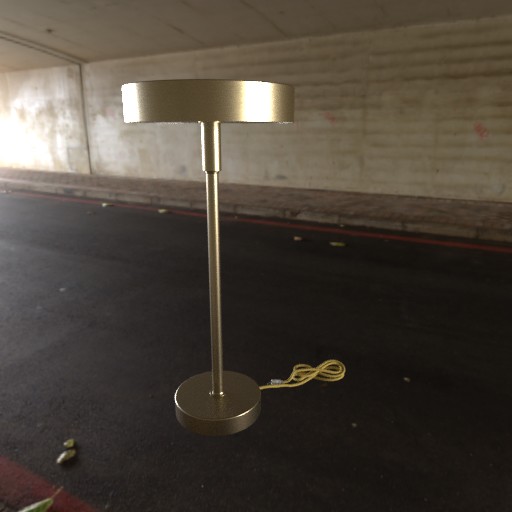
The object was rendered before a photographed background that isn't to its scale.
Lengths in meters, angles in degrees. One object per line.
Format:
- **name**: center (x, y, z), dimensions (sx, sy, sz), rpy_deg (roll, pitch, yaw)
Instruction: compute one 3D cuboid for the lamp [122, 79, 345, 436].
- **lamp**: center (0.000, 0.000, 0.698), dimensions (0.369, 0.508, 0.229), rpy_deg (-8, 18, -27)
